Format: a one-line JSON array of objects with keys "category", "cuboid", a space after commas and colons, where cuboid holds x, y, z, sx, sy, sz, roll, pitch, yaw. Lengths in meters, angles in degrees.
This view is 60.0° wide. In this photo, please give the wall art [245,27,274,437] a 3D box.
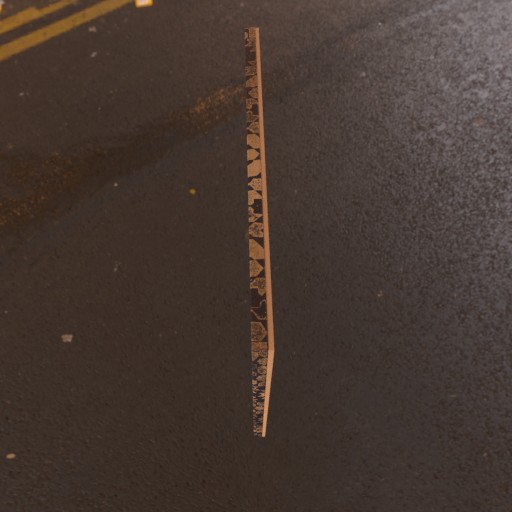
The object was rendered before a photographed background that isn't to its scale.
[{"category": "wall art", "cuboid": [0.000, 0.000, 1.371, 0.038, 0.914, 0.914, -1, 59, -1]}]
